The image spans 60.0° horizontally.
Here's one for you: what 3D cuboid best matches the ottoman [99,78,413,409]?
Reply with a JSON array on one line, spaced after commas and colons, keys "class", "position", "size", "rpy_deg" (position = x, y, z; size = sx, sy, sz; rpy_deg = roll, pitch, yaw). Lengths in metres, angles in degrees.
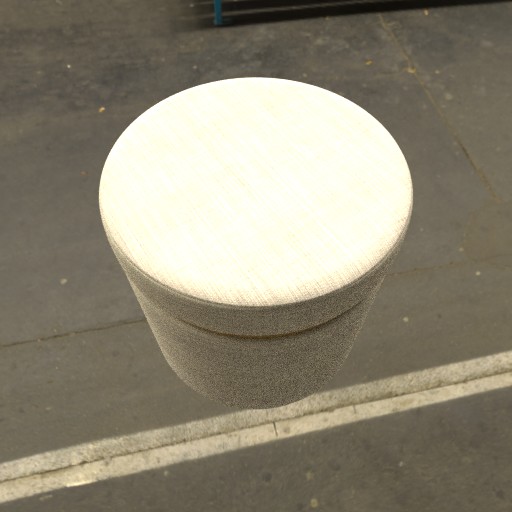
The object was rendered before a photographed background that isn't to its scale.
[{"class": "ottoman", "position": [0.000, 0.000, 0.726], "size": [0.400, 0.406, 0.400], "rpy_deg": [0, 56, 0]}]
